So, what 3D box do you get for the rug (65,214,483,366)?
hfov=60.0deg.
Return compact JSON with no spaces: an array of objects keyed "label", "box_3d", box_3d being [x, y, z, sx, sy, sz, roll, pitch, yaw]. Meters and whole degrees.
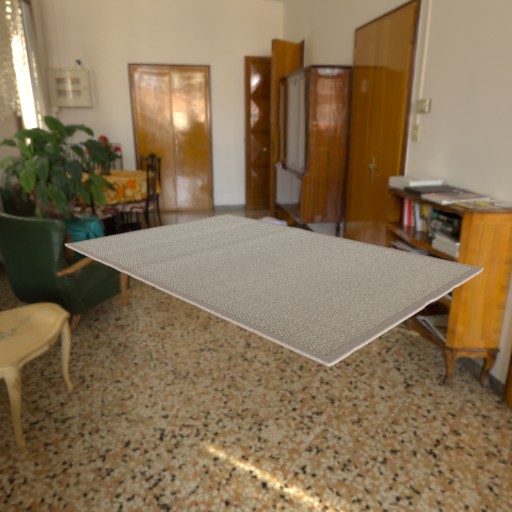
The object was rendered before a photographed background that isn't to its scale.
[{"label":"rug","box_3d":[0.000,0.000,2.878,1.540,0.021,2.290,-16,23,-42]}]
